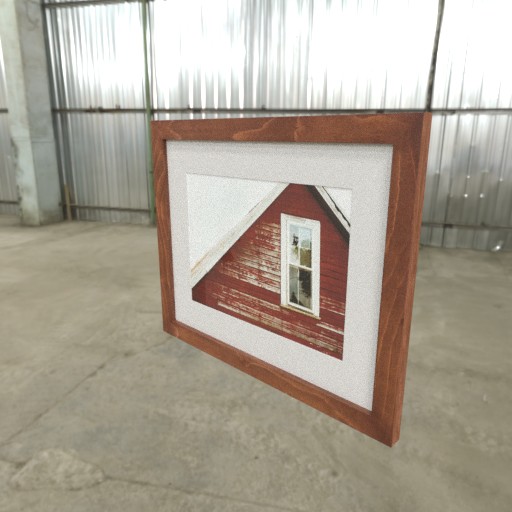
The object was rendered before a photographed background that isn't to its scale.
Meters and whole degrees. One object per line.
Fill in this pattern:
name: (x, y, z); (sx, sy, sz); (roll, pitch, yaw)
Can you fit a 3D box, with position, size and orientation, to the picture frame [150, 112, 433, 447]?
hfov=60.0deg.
picture frame: (0.000, 0.000, 0.768); (0.559, 0.457, 0.025); (14, 21, 42)
